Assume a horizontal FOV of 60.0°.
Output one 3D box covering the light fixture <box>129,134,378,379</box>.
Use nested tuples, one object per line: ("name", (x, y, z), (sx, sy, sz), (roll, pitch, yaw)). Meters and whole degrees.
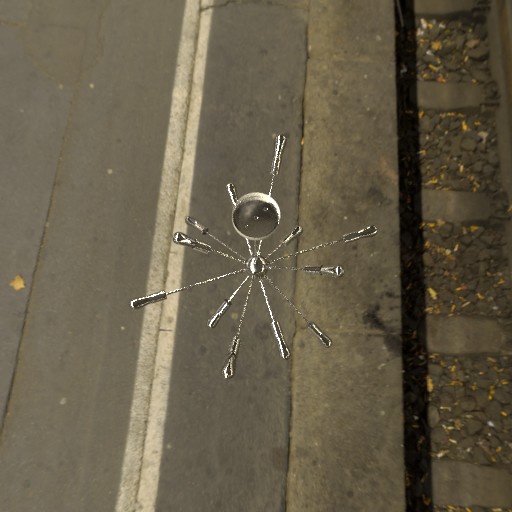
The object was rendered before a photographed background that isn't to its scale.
("light fixture", (0.000, 0.000, 1.063), (0.684, 0.558, 0.509), (-17, 75, -5))
